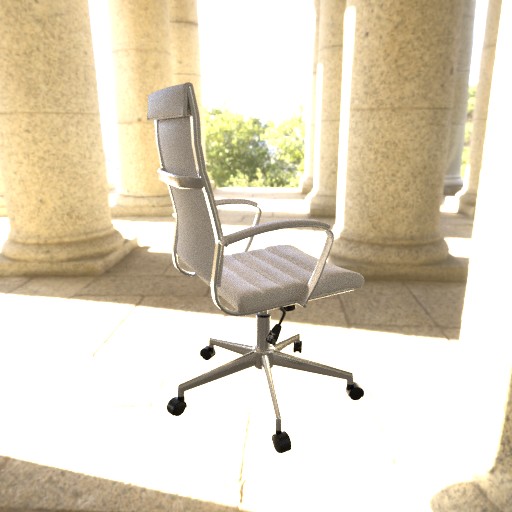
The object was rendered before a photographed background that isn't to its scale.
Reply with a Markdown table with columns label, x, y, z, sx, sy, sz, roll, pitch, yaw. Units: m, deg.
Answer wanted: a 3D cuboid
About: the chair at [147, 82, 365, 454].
| label | x | y | z | sx | sy | sz | roll | pitch | yaw |
| --- | --- | --- | --- | --- | --- | --- | --- | --- | --- |
| chair | 0.000 | 0.000 | 1.661 | 0.739 | 1.149 | 0.766 | -7 | 17 | -25 |
